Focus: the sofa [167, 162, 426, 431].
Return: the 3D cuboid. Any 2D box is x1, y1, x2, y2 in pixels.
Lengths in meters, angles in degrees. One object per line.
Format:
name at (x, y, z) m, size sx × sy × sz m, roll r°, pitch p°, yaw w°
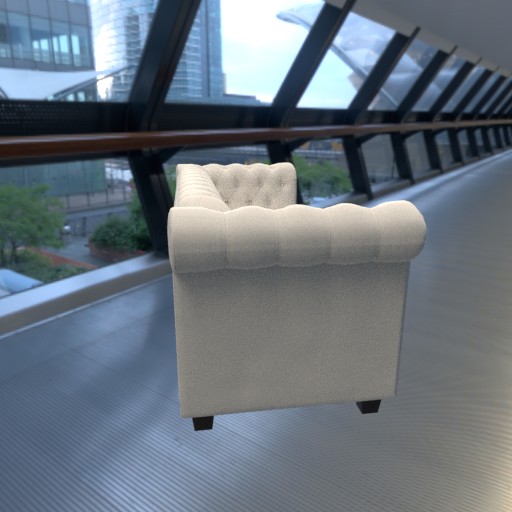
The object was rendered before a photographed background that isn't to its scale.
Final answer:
sofa at (0.000, 0.000, 2.189) m, size 0.771 × 0.796 × 1.798 m, roll -3°, pitch 16°, yaw -9°
